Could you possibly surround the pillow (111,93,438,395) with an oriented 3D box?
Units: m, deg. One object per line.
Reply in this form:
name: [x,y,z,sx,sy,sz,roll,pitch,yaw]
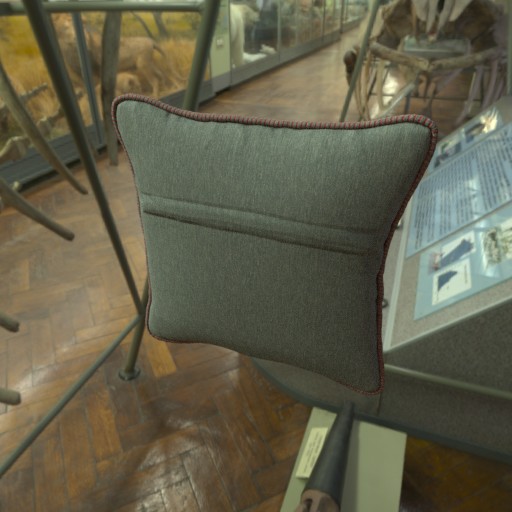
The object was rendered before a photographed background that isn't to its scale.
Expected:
pillow: [0.000,0.000,0.735,0.482,0.491,0.124,11,32,17]
